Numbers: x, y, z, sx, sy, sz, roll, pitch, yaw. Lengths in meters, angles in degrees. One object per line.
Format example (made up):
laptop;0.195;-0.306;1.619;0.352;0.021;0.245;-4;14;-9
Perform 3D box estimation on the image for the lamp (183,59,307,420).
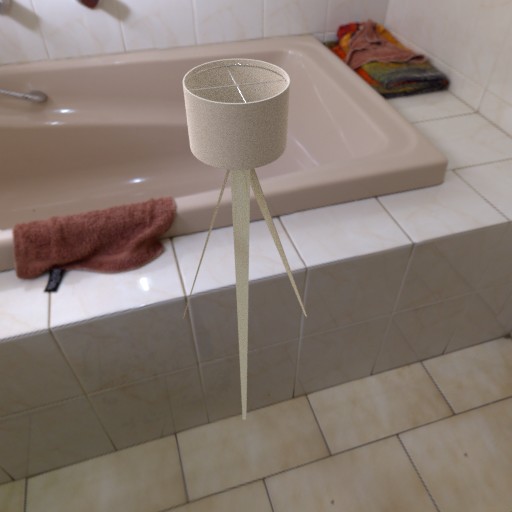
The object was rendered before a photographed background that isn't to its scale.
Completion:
lamp;0.000;0.000;1.940;0.724;1.524;0.716;-10;46;-10
